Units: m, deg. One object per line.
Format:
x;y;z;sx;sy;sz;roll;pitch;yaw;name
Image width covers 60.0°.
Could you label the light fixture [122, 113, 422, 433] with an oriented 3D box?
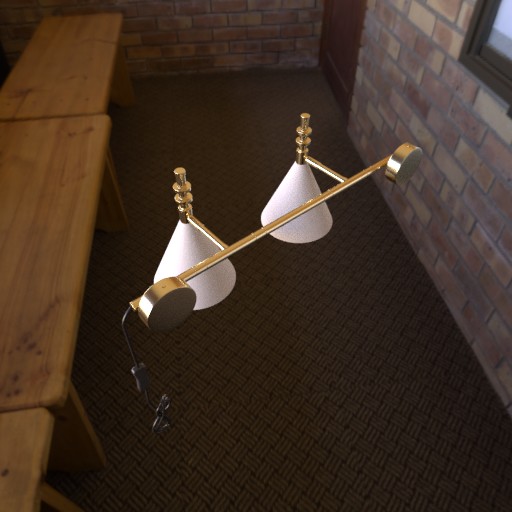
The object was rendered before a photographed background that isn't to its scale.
0.000;0.000;0.884;0.642;0.468;0.239;-31;53;-27;light fixture
